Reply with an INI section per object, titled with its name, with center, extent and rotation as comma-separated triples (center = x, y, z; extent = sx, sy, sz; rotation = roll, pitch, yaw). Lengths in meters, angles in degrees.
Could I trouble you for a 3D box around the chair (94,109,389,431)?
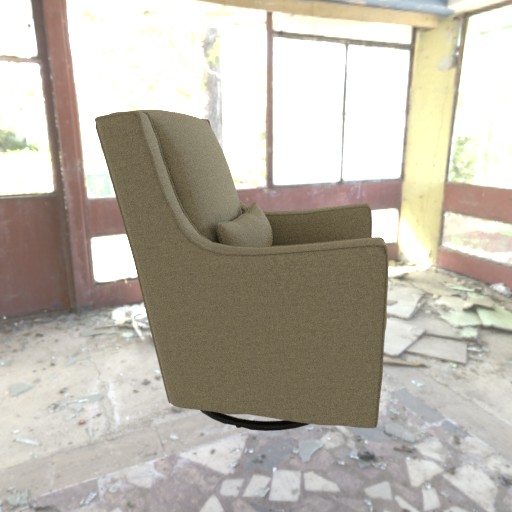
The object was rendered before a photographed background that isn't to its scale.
[chair]
center = 0.000, 0.000, 1.578
extent = 0.879, 0.993, 0.732
rotation = 3, 16, 10
